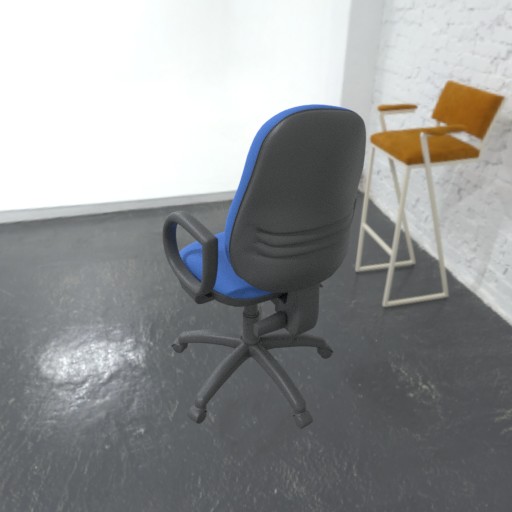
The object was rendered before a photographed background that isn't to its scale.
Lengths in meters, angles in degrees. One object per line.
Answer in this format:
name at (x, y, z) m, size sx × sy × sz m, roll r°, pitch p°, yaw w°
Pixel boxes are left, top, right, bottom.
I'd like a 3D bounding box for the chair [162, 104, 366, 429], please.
chair at (0.000, 0.000, 1.259) m, size 0.552 × 0.905 × 0.549 m, roll -18°, pitch 34°, yaw -29°
